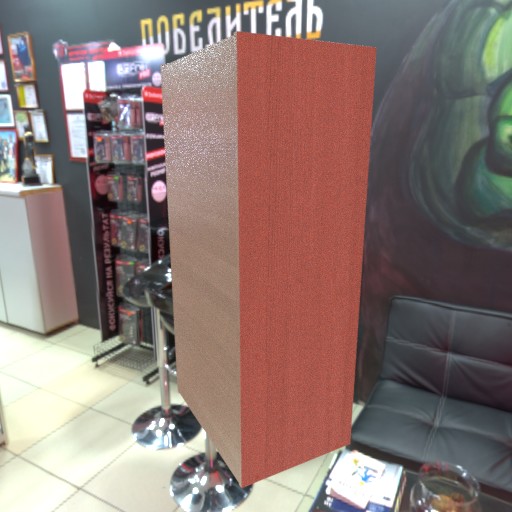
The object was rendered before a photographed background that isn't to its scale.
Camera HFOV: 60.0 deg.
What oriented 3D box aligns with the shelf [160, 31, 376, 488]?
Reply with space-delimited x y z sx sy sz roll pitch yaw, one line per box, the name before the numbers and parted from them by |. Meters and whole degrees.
shelf | 0.000 0.000 1.060 0.292 0.876 0.417 -8 17 -27
